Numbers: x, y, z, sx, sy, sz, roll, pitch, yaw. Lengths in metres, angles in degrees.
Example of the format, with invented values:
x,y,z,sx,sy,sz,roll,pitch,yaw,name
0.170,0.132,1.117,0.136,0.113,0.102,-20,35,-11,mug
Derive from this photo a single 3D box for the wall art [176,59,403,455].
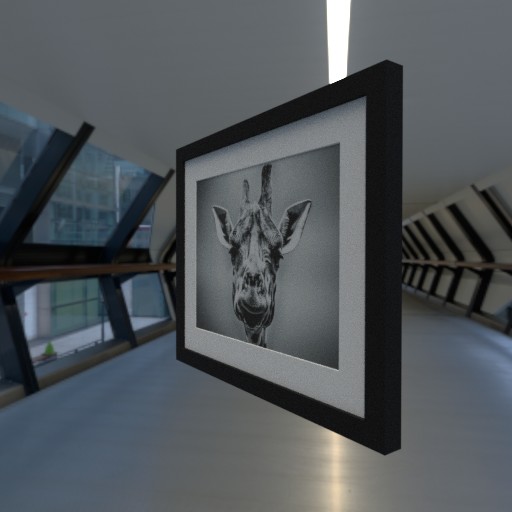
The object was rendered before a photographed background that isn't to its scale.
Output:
x,y,z,sx,sy,sz,roll,pitch,yaw,name
0.000,0.000,0.747,0.031,0.457,0.558,0,1,-35,wall art
